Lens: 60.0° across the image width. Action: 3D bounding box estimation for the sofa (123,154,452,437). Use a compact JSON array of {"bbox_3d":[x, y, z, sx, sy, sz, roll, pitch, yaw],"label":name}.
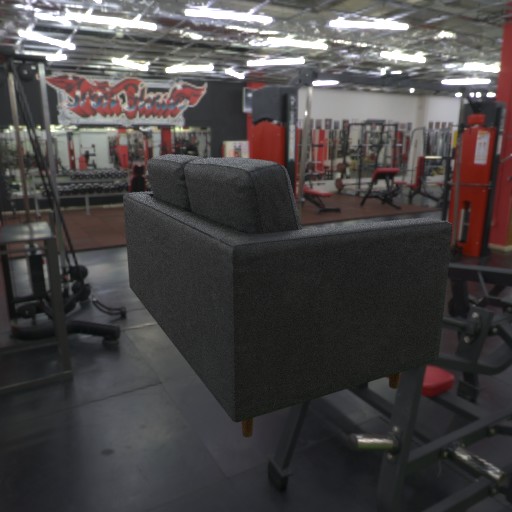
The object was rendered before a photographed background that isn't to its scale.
[{"bbox_3d":[0.000,0.000,2.020,0.879,0.899,1.430,-7,16,-26],"label":"sofa"}]
